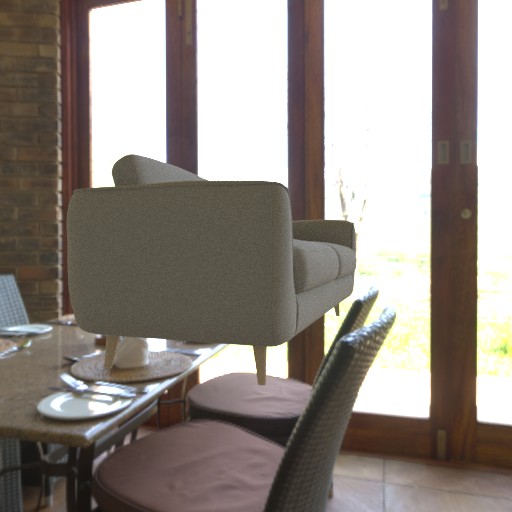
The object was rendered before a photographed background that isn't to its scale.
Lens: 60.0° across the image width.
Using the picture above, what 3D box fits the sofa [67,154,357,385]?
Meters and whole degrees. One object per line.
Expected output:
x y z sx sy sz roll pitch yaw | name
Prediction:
0.000 0.000 2.398 0.920 0.850 2.000 0 1 19 | sofa
